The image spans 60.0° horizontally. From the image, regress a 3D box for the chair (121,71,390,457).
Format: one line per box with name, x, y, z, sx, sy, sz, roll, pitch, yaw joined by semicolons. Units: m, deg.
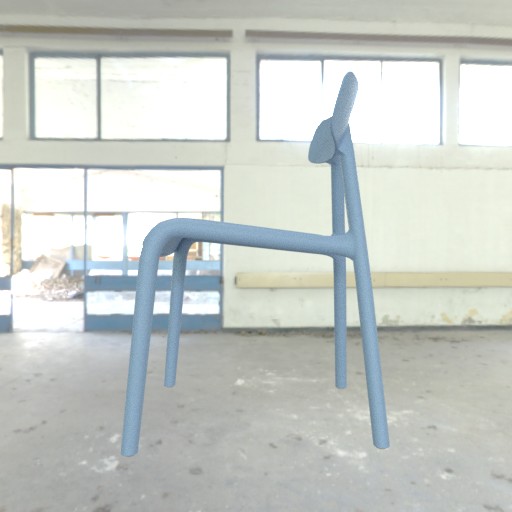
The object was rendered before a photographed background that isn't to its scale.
chair;0.000;0.000;0.817;0.401;0.580;0.356;0;0;-1
